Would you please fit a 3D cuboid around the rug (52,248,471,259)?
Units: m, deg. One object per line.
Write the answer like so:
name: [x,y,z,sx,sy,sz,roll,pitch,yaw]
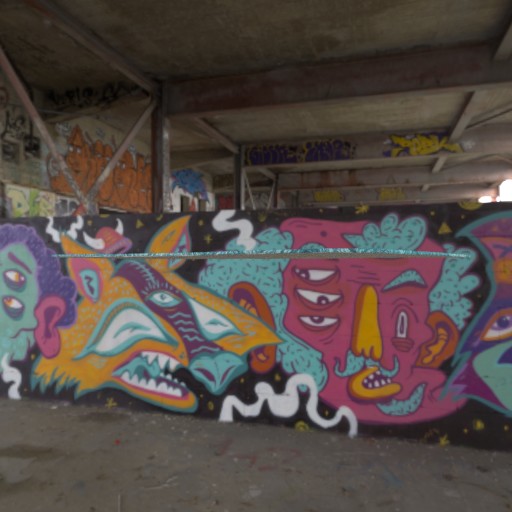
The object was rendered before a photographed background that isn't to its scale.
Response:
rug: [0.000,0.000,2.160,1.728,0.017,1.136,-1,-1,36]
